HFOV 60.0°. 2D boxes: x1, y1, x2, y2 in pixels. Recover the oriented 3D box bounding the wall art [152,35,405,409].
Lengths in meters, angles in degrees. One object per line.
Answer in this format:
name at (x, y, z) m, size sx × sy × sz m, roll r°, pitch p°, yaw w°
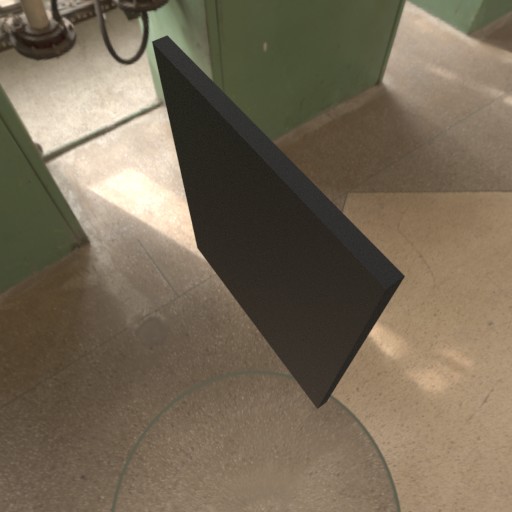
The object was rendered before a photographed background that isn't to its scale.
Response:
wall art at (0.000, 0.000, 0.696) m, size 0.023 × 0.505 × 0.428 m, roll -31°, pitch 64°, yaw -17°
